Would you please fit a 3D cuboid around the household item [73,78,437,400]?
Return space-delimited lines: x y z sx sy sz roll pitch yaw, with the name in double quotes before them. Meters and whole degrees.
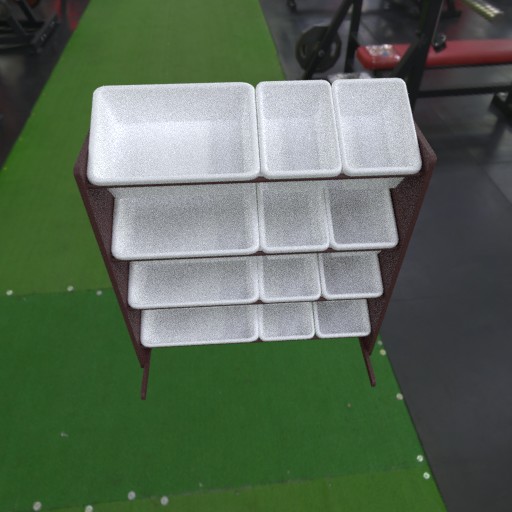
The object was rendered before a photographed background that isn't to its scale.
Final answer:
"household item" 0.000 0.000 1.258 0.787 0.864 0.389 -3 45 -3
